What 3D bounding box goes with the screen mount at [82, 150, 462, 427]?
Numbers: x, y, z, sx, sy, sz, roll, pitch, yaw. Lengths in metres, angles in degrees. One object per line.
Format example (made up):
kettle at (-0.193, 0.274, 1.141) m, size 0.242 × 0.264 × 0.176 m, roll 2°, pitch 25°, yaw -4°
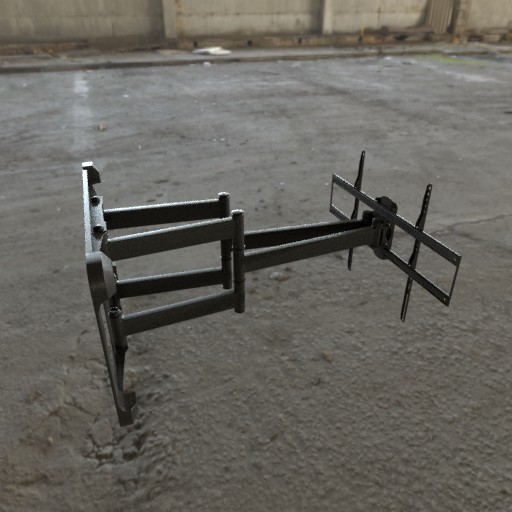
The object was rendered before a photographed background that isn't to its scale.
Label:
screen mount at (0.000, 0.000, 1.345) m, size 0.905 × 0.483 × 0.725 m, roll -10°, pitch 31°, yaw -17°
